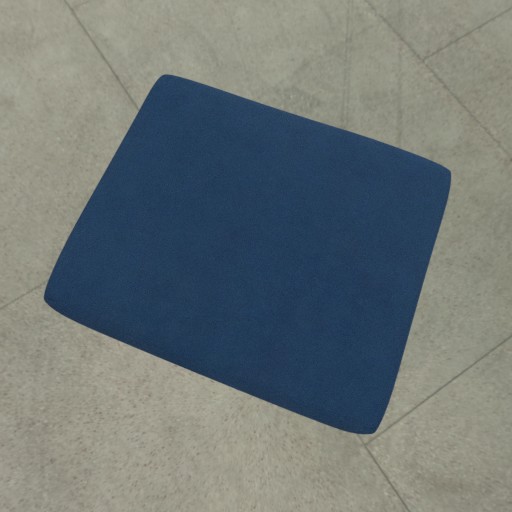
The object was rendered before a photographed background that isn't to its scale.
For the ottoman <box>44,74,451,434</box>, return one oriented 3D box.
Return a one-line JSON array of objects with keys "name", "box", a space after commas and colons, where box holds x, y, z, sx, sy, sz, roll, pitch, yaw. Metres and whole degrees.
[{"name": "ottoman", "box": [0.000, 0.000, 1.161, 0.794, 0.485, 0.655, 20, 74, 6]}]
